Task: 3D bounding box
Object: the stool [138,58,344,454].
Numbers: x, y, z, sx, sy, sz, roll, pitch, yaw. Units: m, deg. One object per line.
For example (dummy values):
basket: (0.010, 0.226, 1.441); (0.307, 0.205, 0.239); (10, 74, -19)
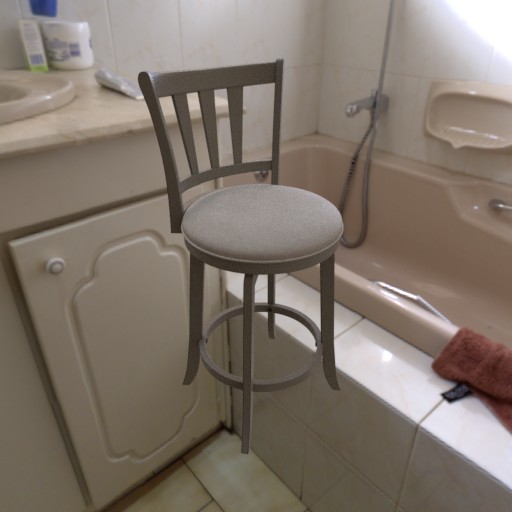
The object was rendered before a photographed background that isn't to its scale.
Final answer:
stool: (0.000, 0.000, 1.277); (0.450, 0.994, 0.486); (-22, 36, -32)
